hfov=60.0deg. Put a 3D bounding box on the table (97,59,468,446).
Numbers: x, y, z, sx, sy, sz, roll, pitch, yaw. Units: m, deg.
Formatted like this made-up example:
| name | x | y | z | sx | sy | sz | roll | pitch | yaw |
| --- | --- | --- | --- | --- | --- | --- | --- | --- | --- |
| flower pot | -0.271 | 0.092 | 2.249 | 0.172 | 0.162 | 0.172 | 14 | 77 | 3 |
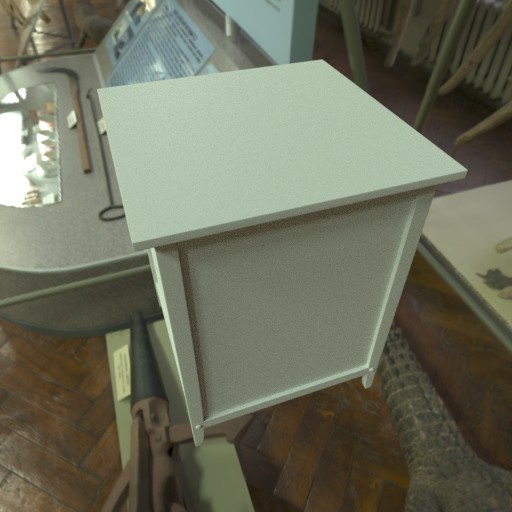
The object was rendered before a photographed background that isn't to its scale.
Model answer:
| name | x | y | z | sx | sy | sz | roll | pitch | yaw |
| --- | --- | --- | --- | --- | --- | --- | --- | --- | --- |
| table | 0.000 | 0.000 | 0.756 | 0.381 | 0.483 | 0.381 | -14 | 44 | -14 |
